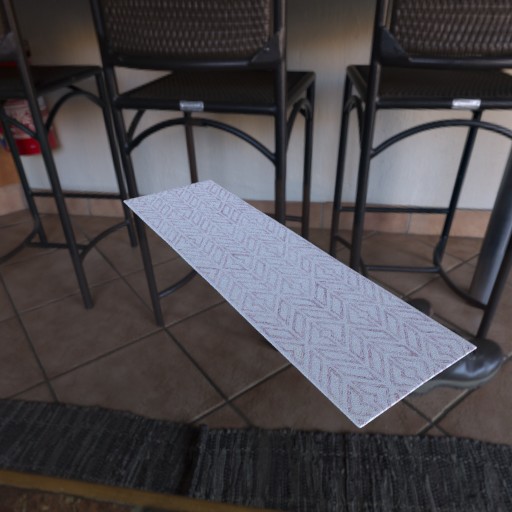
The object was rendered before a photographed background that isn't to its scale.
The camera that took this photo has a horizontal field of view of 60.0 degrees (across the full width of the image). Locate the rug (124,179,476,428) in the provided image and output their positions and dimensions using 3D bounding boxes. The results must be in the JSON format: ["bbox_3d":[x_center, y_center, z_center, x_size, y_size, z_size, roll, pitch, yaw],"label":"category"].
[{"bbox_3d":[0.000,0.000,2.678,0.750,0.009,2.435,-20,37,-29],"label":"rug"}]
